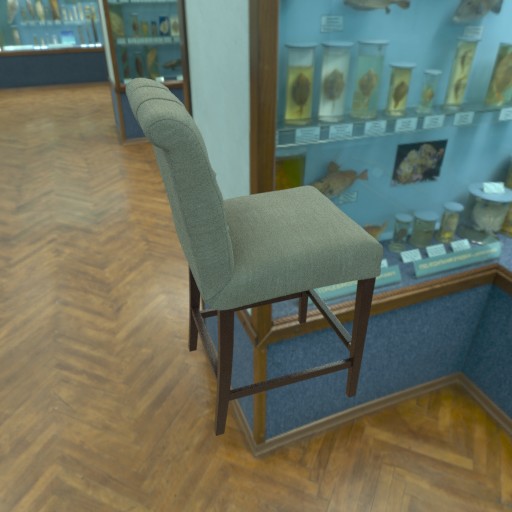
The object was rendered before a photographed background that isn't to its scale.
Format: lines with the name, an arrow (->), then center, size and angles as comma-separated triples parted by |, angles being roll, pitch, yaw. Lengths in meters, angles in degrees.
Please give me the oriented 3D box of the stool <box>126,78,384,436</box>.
stool -> 0.000, 0.000, 1.468 | 0.660, 1.084, 0.486 | -10, 33, -16
